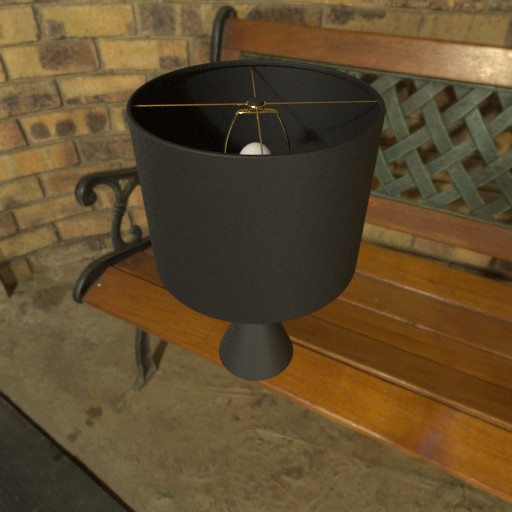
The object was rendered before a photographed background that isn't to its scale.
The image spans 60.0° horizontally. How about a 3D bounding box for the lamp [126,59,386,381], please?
[{"bbox_3d":[0.000,0.000,0.813,0.359,0.584,0.359,-2,40,-2],"label":"lamp"}]
